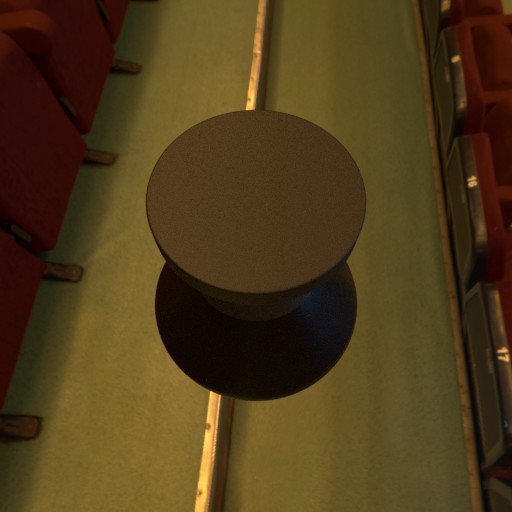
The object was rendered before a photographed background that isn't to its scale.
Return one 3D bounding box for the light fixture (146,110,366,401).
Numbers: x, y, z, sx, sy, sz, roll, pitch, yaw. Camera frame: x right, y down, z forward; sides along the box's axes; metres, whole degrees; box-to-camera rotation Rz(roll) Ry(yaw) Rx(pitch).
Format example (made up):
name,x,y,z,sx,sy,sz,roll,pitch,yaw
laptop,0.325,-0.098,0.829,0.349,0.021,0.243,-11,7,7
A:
name,x,y,z,sx,sy,sz,roll,pitch,yaw
light fixture,0.000,0.000,0.361,0.200,0.183,0.200,0,63,0
